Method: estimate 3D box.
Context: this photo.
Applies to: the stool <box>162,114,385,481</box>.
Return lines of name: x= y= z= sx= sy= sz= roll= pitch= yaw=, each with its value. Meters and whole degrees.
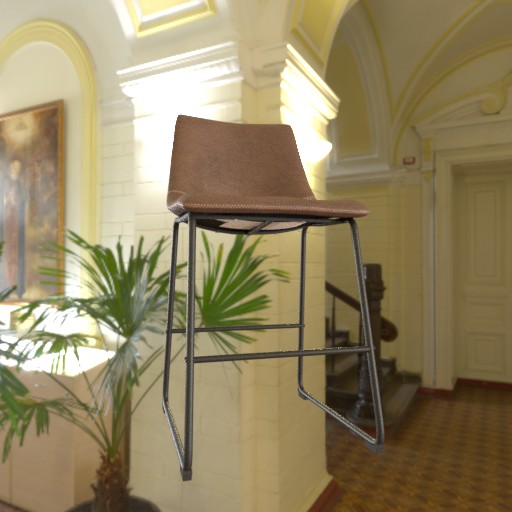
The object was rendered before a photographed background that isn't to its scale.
stool: x=0.000 y=0.000 z=1.188 sx=0.460 sy=0.890 sz=0.550 roll=0 pitch=-1 yaw=-17
